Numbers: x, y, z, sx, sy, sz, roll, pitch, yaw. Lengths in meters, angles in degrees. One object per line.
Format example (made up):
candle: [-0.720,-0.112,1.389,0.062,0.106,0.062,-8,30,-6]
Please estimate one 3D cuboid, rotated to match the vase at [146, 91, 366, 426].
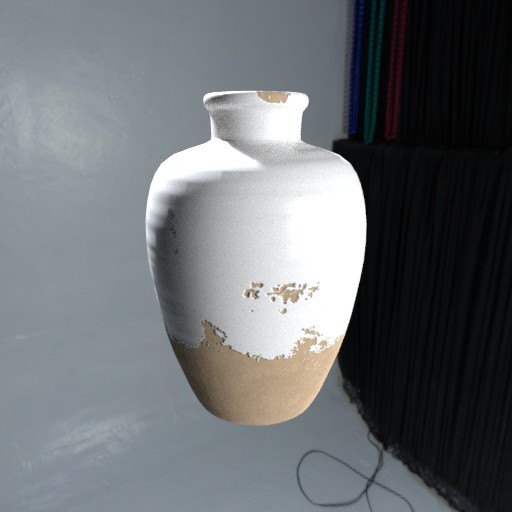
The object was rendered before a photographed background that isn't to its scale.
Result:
vase: [0.000,0.000,0.333,0.158,0.228,0.158,0,16,0]
